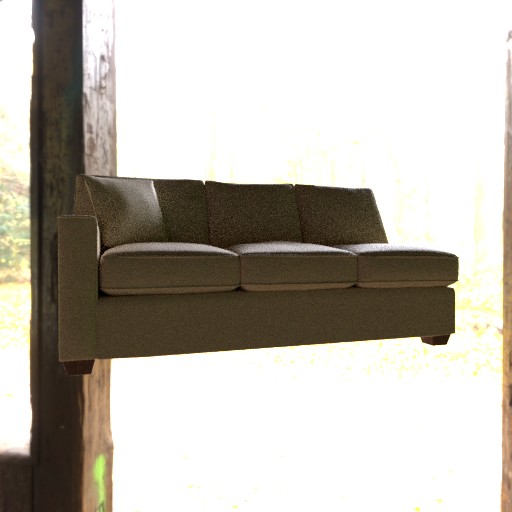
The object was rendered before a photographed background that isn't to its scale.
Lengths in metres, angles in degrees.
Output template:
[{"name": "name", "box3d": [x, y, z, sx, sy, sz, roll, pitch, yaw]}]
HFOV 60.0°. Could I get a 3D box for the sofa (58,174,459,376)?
[{"name": "sofa", "box3d": [0.000, 0.000, 2.496, 1.962, 0.946, 1.034, 0, 1, -18]}]
